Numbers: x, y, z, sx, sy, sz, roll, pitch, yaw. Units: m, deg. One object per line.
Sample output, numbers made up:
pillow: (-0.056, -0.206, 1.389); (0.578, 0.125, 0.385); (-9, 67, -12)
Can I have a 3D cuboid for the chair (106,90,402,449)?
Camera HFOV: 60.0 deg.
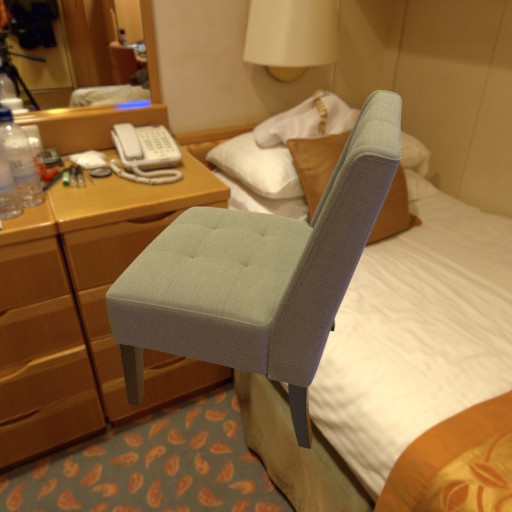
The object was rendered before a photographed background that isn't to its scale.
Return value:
chair: (0.000, 0.000, 1.274); (0.676, 0.853, 0.569); (8, 32, 14)
